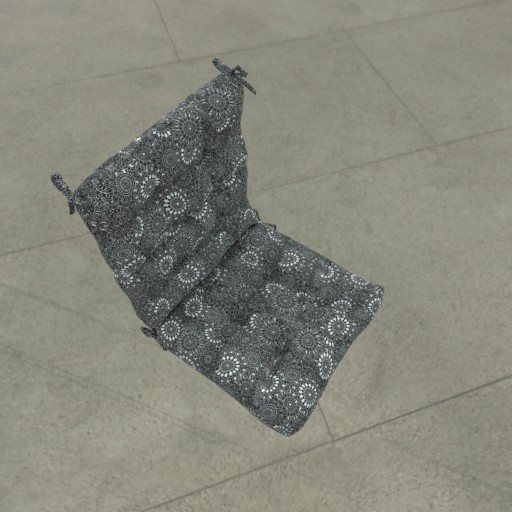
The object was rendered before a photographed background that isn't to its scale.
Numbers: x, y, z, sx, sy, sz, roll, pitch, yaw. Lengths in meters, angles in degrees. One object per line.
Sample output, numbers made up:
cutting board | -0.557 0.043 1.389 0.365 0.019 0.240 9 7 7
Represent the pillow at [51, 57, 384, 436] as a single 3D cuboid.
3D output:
pillow | 0.000 0.000 1.037 0.571 0.605 0.519 31 62 19
